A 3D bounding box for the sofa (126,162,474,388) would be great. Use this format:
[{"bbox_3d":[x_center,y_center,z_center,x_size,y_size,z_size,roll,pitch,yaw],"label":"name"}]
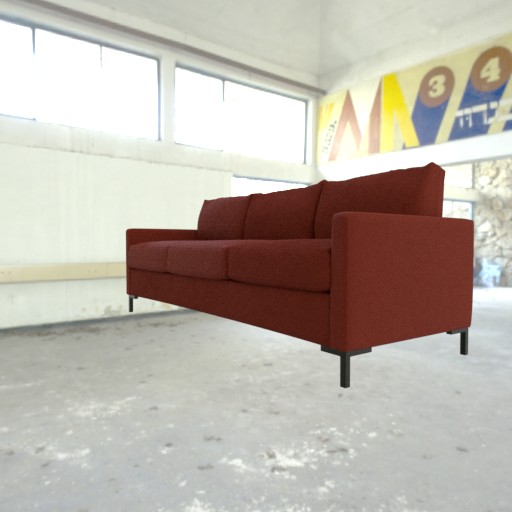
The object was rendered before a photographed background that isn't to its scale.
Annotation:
[{"bbox_3d":[0.000,0.000,2.674,0.875,0.879,2.252,-1,2,-36],"label":"sofa"}]
